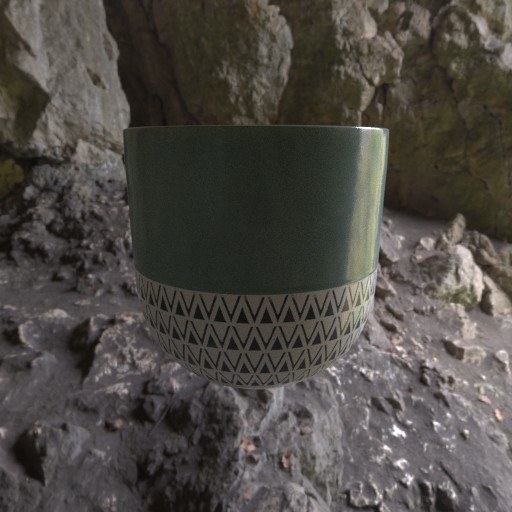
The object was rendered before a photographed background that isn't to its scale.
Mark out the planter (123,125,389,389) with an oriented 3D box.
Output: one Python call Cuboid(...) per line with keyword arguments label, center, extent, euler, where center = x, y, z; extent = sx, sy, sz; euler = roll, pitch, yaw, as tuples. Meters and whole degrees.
Cuboid(label="planter", center=(0.000, 0.000, 0.493), extent=(0.266, 0.270, 0.266), euler=(0, 14, 0))
